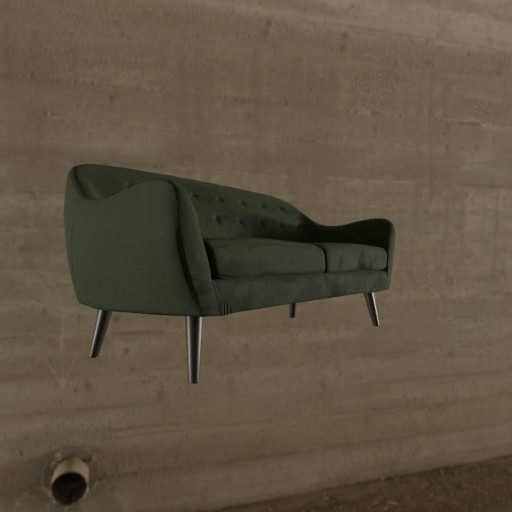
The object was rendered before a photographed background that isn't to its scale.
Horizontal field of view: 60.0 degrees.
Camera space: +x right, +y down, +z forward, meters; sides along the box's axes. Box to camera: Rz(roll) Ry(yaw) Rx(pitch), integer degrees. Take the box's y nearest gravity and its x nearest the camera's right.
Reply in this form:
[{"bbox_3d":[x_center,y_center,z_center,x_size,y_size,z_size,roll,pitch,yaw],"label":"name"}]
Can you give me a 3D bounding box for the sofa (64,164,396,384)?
[{"bbox_3d":[0.000,0.000,2.262,0.820,0.836,1.840,0,0,38],"label":"sofa"}]
